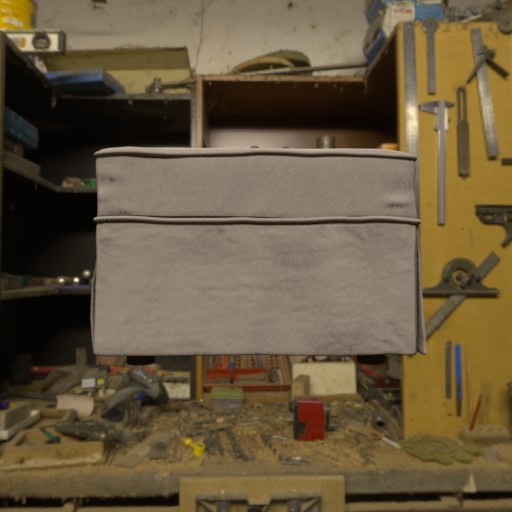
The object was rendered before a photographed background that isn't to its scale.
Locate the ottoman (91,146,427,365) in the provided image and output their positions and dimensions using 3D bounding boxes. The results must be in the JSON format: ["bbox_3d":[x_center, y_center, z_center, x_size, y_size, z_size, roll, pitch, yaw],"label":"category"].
[{"bbox_3d":[0.000,0.000,1.308,0.703,0.479,0.944,0,-1,-1],"label":"ottoman"}]
